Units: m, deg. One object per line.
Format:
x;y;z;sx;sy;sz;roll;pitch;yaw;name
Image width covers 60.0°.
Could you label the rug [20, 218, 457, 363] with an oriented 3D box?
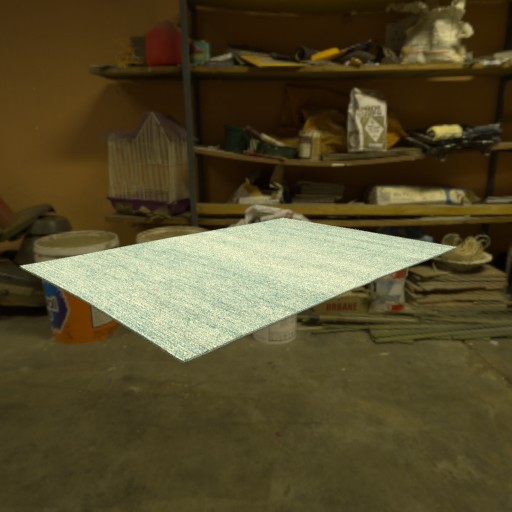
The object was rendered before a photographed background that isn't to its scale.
0.000;0.000;2.820;2.306;0.030;1.613;-14;21;-43;rug
